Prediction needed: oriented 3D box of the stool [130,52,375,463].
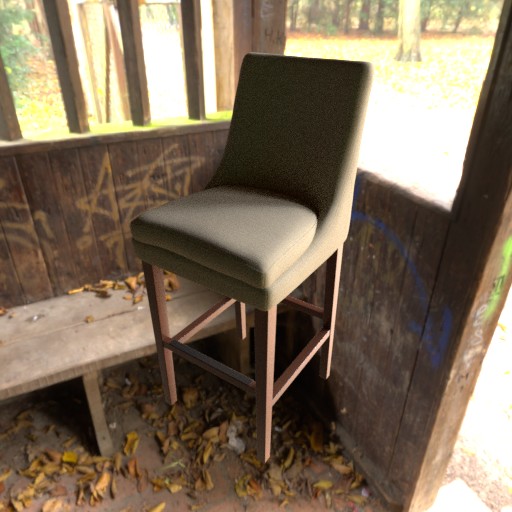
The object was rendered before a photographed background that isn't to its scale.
[{"bbox_3d":[0.000,0.000,1.358,0.470,1.078,0.577,19,36,29],"label":"stool"}]
